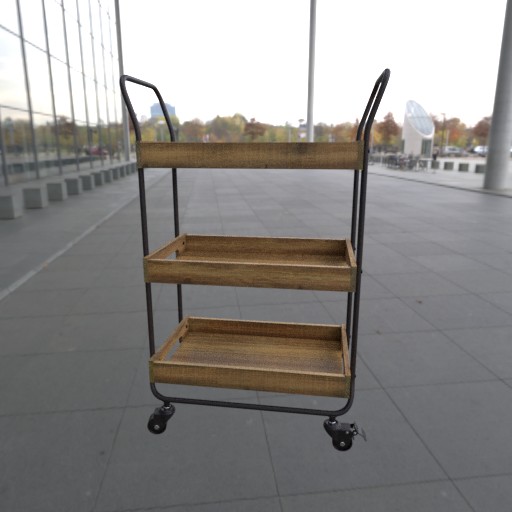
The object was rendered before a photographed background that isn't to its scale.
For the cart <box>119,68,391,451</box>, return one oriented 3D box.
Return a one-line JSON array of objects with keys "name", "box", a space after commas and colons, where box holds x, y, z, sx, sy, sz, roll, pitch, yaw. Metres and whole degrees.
[{"name": "cart", "box": [0.000, 0.000, 1.130, 0.583, 0.857, 0.339, 2, 14, 8]}]
